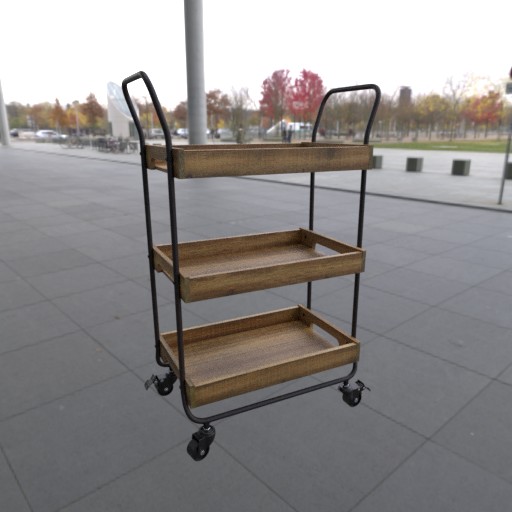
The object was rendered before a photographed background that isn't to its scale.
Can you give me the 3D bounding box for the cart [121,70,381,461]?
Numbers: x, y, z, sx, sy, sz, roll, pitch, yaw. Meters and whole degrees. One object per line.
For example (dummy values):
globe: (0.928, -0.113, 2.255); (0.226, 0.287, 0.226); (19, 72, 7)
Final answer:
cart: (0.000, 0.000, 1.161); (0.583, 0.857, 0.339); (-8, 18, -26)
